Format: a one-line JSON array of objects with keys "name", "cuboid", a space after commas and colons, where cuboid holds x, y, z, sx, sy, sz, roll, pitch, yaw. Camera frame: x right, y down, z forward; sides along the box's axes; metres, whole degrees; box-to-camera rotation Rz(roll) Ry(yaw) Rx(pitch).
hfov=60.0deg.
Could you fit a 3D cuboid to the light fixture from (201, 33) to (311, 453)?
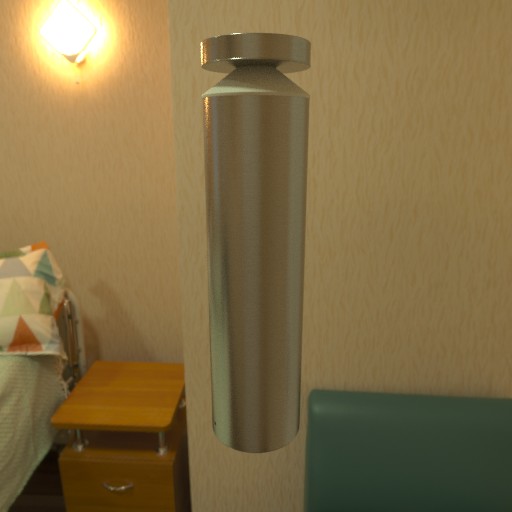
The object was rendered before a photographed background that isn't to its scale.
[{"name": "light fixture", "cuboid": [0.000, 0.000, 0.458, 0.102, 0.400, 0.102, -8, 17, -25]}]
